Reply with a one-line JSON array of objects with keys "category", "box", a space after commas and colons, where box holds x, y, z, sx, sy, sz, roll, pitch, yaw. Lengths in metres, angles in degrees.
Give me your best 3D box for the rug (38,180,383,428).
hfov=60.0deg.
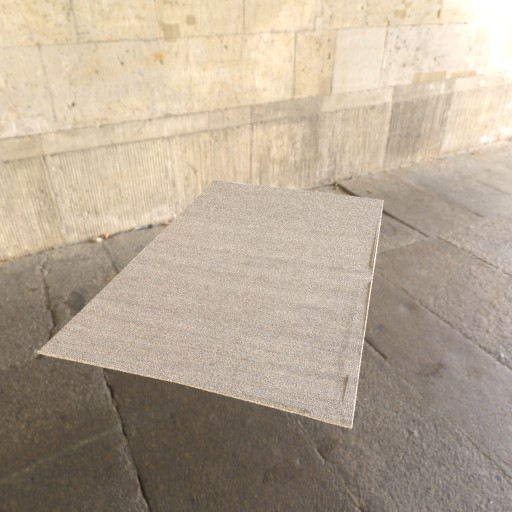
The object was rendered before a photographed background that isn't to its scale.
[{"category": "rug", "box": [0.000, 0.000, 2.272, 1.179, 0.022, 1.820, 9, 33, 14]}]
